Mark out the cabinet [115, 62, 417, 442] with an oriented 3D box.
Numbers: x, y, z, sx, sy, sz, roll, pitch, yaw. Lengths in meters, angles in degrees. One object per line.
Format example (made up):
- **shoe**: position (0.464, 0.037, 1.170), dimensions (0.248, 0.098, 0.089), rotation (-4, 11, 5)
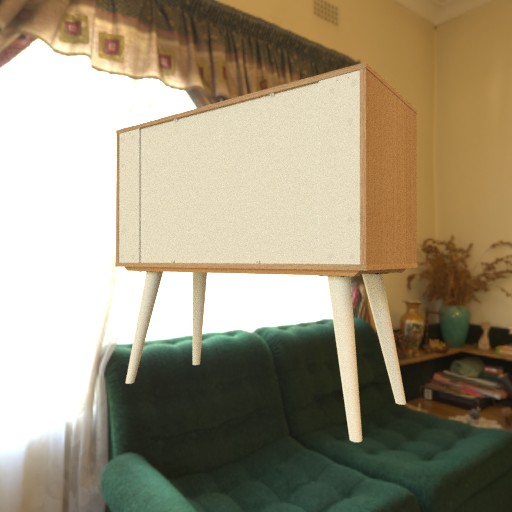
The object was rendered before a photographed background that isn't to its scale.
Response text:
- **cabinet**: position (0.000, 0.000, 1.664), dimensions (1.057, 1.016, 0.470), rotation (0, -1, 36)
